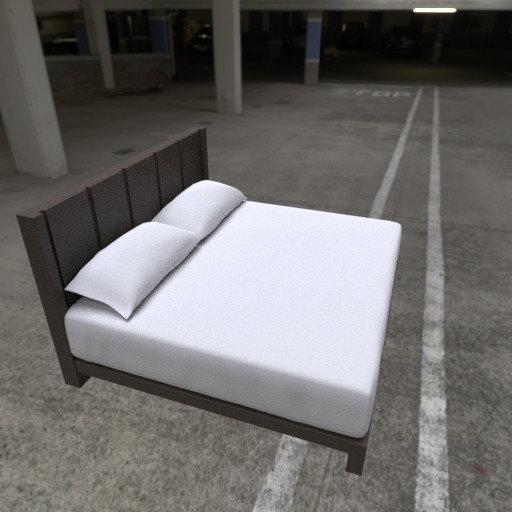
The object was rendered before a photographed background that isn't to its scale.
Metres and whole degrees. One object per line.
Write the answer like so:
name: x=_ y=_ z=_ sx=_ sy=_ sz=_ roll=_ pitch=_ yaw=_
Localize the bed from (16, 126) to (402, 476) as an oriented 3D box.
bed: x=0.000 y=0.000 z=3.301 sx=2.012 sy=1.270 sz=2.134 roll=10 pitch=31 yaw=17
